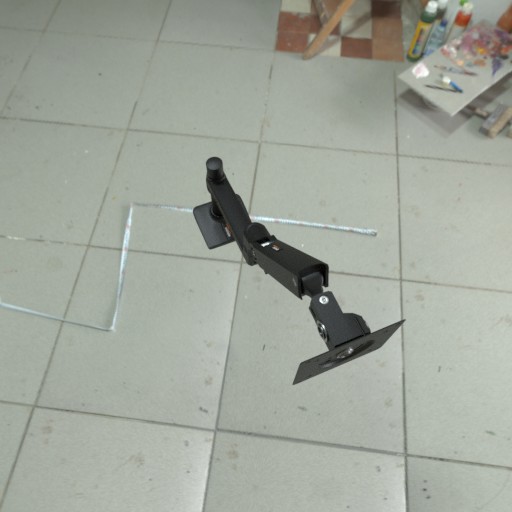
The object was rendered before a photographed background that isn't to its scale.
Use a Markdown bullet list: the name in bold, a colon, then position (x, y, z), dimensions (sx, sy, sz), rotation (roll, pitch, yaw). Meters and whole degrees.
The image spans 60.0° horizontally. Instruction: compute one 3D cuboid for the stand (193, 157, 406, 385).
- **stand**: position (0.000, 0.000, 0.998), dimensions (0.152, 0.713, 0.650), rotation (-20, 64, -10)
